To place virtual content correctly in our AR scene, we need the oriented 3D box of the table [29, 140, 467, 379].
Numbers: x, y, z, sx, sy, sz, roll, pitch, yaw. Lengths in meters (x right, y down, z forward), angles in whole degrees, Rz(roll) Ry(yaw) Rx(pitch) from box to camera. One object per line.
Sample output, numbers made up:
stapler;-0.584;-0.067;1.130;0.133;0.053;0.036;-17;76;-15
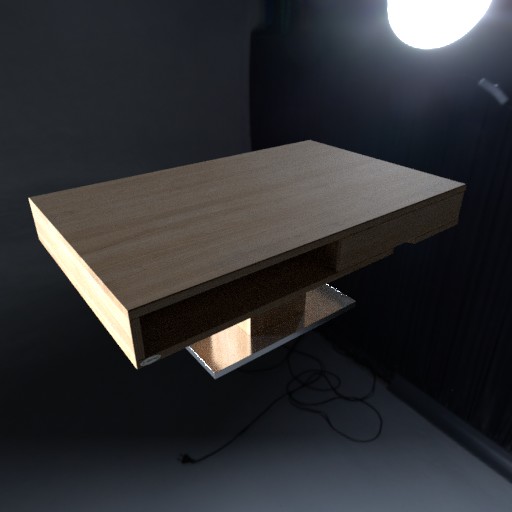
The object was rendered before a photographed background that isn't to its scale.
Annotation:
table;0.000;0.000;1.419;1.100;0.440;0.700;-20;34;-32
